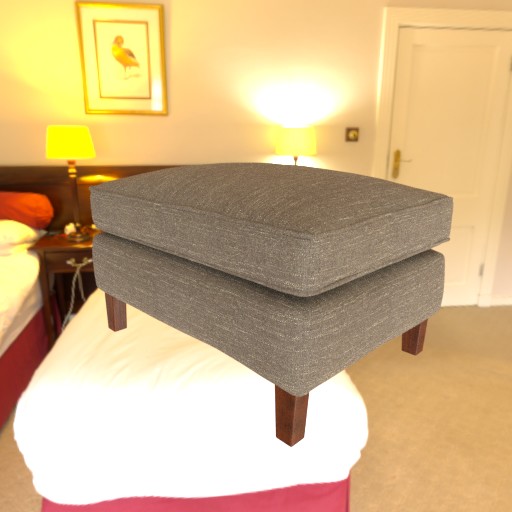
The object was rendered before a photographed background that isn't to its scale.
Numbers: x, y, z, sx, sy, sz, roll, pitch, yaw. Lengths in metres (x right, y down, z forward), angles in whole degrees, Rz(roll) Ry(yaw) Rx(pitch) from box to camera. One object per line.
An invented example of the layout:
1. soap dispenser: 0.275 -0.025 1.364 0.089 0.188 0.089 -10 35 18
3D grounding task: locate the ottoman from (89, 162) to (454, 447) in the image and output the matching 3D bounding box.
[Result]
1. ottoman: 0.000 0.000 0.995 0.508 0.406 0.686 -15 22 -42
